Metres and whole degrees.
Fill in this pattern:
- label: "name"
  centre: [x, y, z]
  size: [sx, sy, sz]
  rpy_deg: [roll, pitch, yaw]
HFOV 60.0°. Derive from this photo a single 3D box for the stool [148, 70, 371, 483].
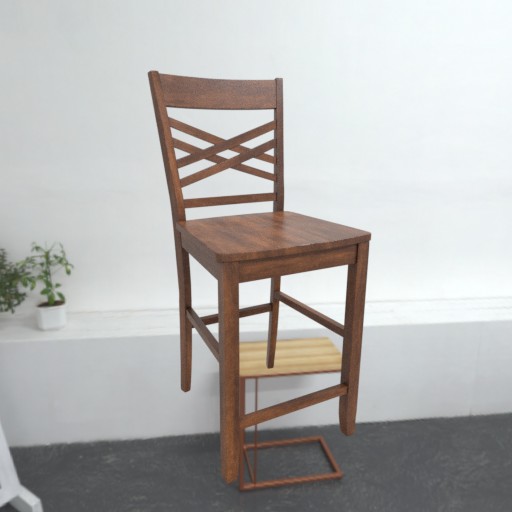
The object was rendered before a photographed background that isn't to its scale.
- label: "stool"
  centre: [0.000, 0.000, 1.356]
  size: [0.462, 1.079, 0.539]
  rpy_deg: [-8, 18, -27]
